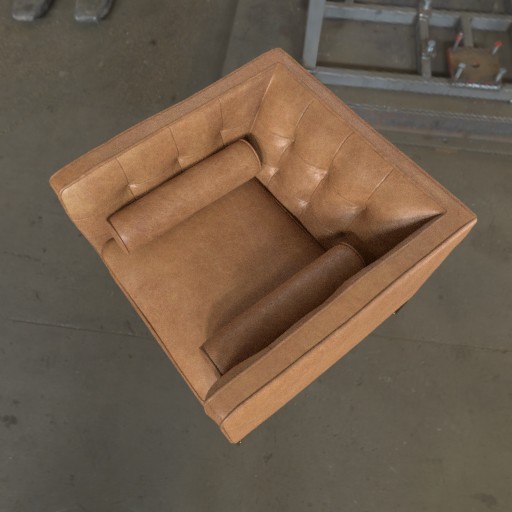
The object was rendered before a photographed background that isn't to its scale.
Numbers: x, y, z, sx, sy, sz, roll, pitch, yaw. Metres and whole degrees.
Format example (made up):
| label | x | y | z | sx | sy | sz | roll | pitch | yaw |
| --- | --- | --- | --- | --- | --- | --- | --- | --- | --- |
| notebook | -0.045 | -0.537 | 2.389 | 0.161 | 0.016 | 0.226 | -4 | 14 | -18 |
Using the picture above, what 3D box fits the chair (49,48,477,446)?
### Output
| label | x | y | z | sx | sy | sz | roll | pitch | yaw |
| --- | --- | --- | --- | --- | --- | --- | --- | --- | --- |
| chair | 0.000 | 0.000 | 1.617 | 0.912 | 0.797 | 0.920 | -35 | 69 | -16 |
